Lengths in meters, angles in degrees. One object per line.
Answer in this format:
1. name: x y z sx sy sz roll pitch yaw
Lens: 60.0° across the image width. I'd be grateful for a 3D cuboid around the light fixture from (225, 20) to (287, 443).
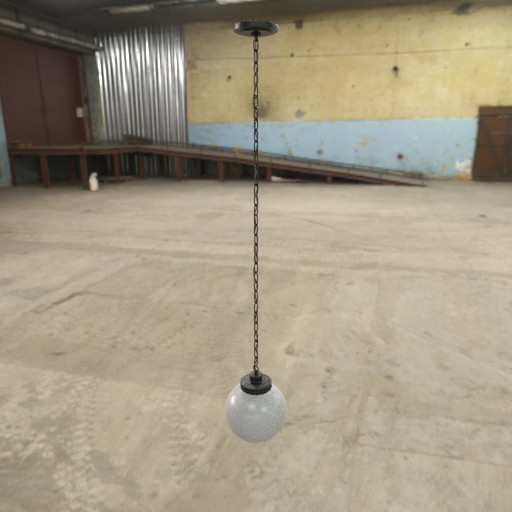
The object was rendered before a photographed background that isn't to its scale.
1. light fixture: 0.000 0.000 1.978 0.305 1.867 0.304 14 21 43
